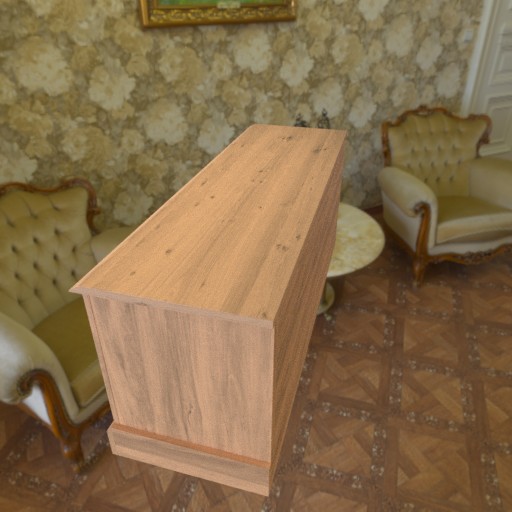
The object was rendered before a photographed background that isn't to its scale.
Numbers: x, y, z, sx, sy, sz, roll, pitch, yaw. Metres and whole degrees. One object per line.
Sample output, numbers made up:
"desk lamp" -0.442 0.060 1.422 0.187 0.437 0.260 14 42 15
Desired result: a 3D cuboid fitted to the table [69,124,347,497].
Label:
"table" 0.000 0.000 1.412 0.400 0.510 1.200 8 32 13
